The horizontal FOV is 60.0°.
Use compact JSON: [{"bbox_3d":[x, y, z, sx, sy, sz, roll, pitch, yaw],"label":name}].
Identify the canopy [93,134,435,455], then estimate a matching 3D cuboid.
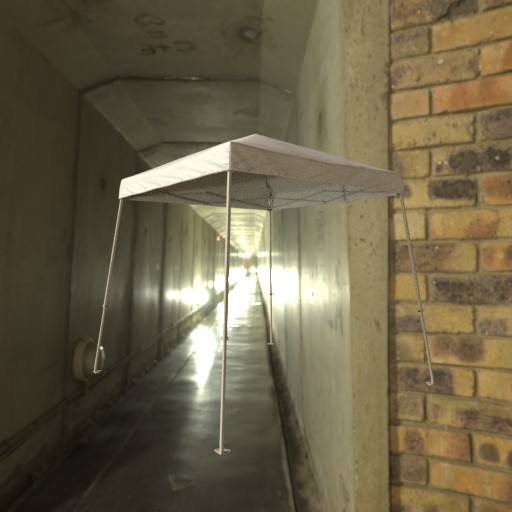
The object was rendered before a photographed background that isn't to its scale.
[{"bbox_3d":[0.000,0.000,6.552,3.600,3.600,3.599,0,0,-38],"label":"canopy"}]
